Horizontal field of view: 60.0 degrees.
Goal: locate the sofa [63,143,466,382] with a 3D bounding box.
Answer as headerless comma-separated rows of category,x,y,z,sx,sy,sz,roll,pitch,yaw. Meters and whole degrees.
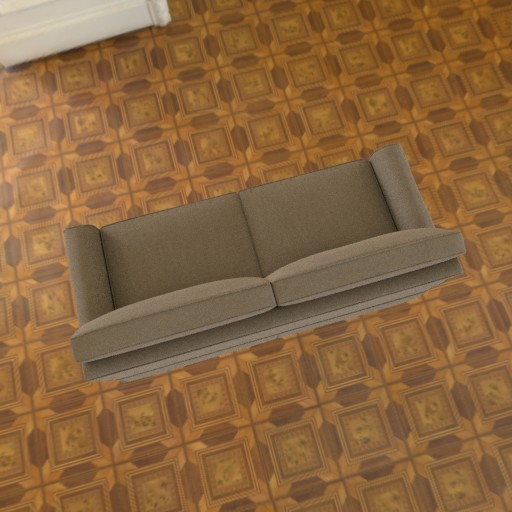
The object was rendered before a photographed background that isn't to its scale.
sofa,0.000,0.000,2.772,2.248,0.943,0.991,-15,74,-4
